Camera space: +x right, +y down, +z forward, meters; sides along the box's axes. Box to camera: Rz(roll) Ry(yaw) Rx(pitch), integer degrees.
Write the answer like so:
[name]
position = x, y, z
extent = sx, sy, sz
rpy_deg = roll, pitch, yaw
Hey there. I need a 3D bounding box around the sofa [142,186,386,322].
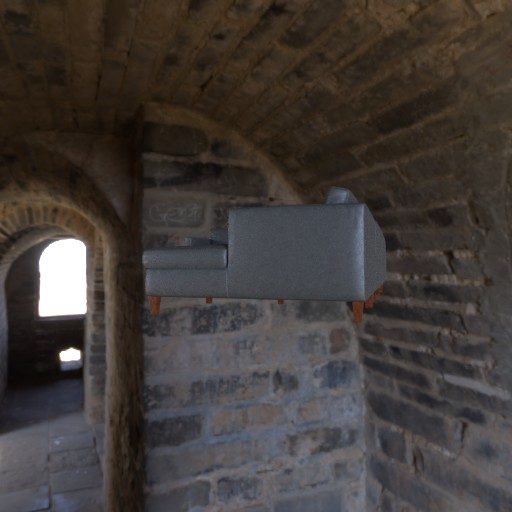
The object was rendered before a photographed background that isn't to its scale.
[sofa]
position = 0.000, 0.000, 4.768
extent = 2.593, 0.923, 3.460
rpy_deg = 0, -1, 18
